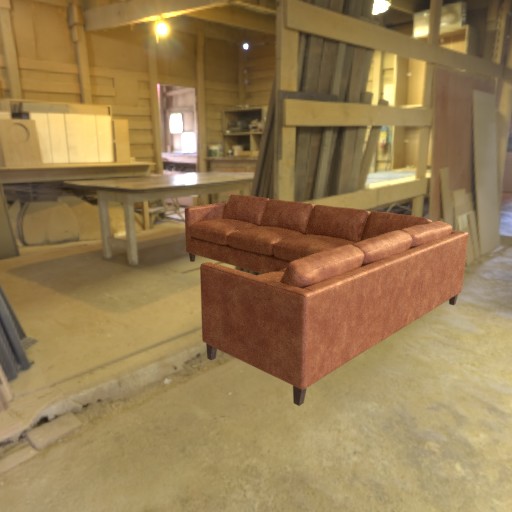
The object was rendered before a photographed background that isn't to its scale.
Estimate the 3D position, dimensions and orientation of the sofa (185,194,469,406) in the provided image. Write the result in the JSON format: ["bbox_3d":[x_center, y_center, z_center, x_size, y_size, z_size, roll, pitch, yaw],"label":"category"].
[{"bbox_3d":[0.000,0.000,4.373,3.167,0.838,2.438,14,20,43],"label":"sofa"}]
